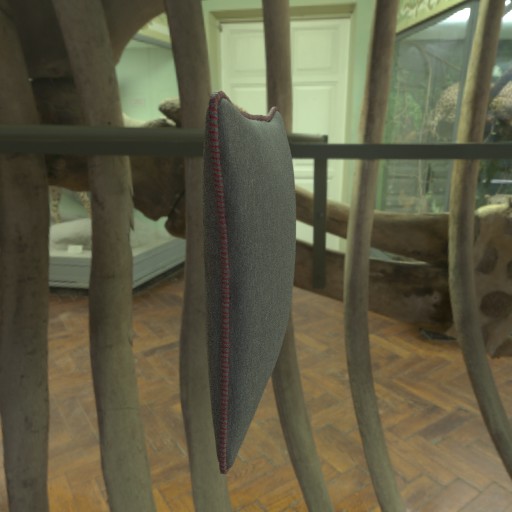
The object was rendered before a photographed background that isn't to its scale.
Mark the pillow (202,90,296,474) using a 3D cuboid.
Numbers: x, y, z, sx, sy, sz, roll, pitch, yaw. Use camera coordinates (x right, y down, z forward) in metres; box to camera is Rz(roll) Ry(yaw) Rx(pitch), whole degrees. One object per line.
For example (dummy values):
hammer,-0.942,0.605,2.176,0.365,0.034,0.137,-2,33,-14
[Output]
pillow,0.000,0.000,0.741,0.124,0.491,0.482,3,17,10
